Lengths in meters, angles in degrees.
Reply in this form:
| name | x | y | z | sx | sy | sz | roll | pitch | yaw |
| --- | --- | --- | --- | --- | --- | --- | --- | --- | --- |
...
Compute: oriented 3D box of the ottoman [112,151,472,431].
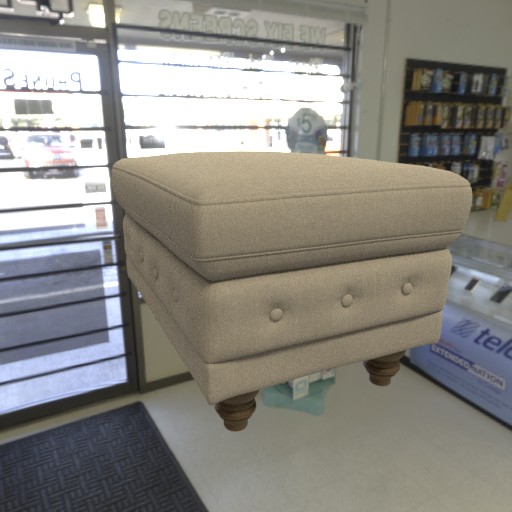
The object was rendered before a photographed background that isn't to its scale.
| name | x | y | z | sx | sy | sz | roll | pitch | yaw |
| --- | --- | --- | --- | --- | --- | --- | --- | --- | --- |
| ottoman | 0.000 | 0.000 | 1.108 | 0.569 | 0.500 | 0.771 | -7 | 18 | -25 |
